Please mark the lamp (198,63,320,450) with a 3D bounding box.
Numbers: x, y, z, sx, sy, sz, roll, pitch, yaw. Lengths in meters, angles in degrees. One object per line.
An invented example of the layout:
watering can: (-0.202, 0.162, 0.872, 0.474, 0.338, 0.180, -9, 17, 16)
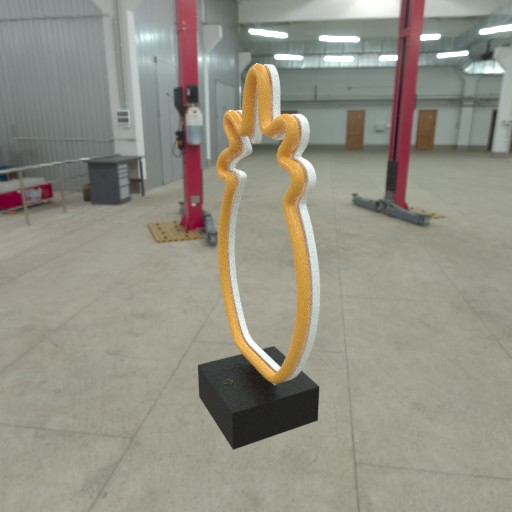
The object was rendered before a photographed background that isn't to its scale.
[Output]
lamp: (0.000, 0.000, 0.396, 0.088, 0.317, 0.167, -8, 19, -25)
